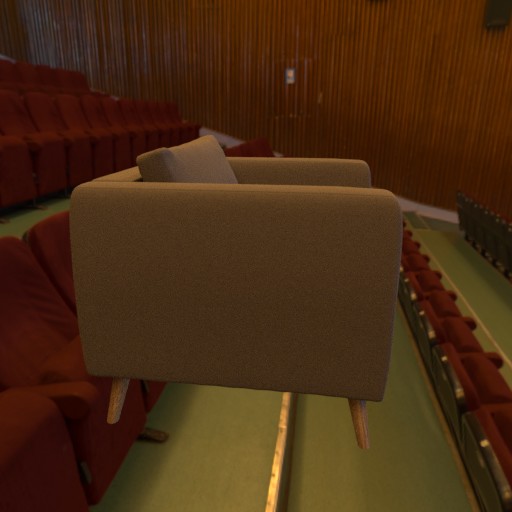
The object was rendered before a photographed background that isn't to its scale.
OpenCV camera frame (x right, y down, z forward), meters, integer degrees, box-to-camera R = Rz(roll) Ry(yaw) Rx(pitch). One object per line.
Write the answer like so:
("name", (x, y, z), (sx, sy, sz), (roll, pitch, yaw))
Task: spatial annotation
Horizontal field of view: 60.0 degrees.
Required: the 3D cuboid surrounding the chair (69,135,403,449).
("chair", (0.000, 0.000, 1.684), (0.930, 0.860, 1.000), (3, 18, 8))
